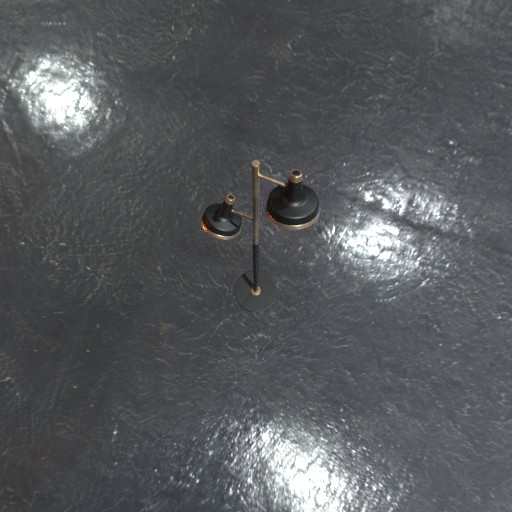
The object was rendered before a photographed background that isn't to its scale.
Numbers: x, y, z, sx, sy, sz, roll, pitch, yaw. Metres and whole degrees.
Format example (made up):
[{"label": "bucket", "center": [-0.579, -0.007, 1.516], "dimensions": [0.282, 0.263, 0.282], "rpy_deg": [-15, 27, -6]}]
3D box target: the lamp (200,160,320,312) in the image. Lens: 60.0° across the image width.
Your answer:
[{"label": "lamp", "center": [0.000, 0.000, 1.811], "dimensions": [0.351, 1.674, 0.253], "rpy_deg": [22, 77, 6]}]
